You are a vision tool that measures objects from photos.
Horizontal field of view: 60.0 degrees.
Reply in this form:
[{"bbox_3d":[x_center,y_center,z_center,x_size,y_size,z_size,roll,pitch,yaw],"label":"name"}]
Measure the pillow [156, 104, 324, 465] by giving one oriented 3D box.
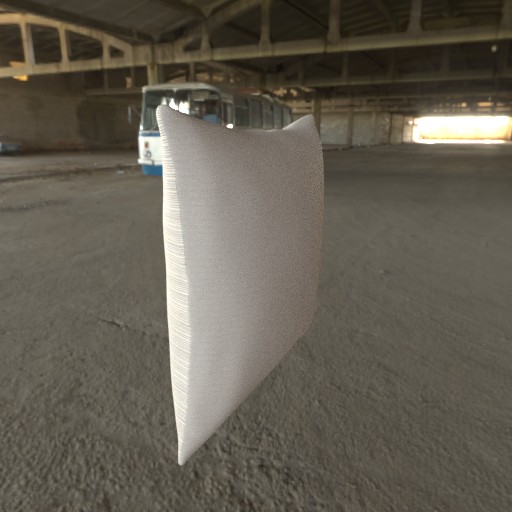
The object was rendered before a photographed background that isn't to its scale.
[{"bbox_3d":[0.000,0.000,0.792,0.204,0.497,0.512,8,18,25],"label":"pillow"}]
